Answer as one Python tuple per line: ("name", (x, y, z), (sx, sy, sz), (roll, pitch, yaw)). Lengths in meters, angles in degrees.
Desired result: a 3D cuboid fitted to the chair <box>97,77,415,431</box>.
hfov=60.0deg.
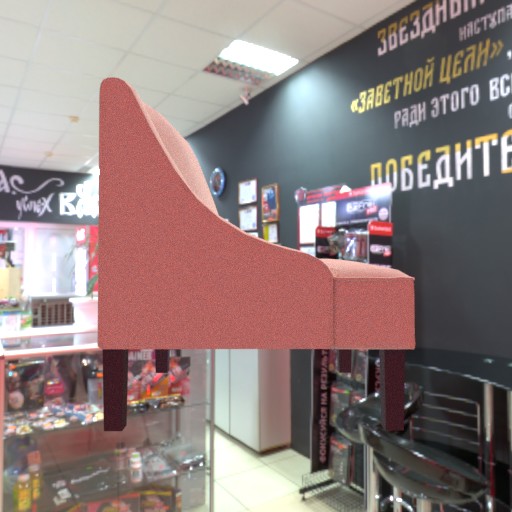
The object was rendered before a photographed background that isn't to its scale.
("chair", (0.000, 0.000, 1.433), (0.806, 0.886, 0.689), (0, -1, 0))
